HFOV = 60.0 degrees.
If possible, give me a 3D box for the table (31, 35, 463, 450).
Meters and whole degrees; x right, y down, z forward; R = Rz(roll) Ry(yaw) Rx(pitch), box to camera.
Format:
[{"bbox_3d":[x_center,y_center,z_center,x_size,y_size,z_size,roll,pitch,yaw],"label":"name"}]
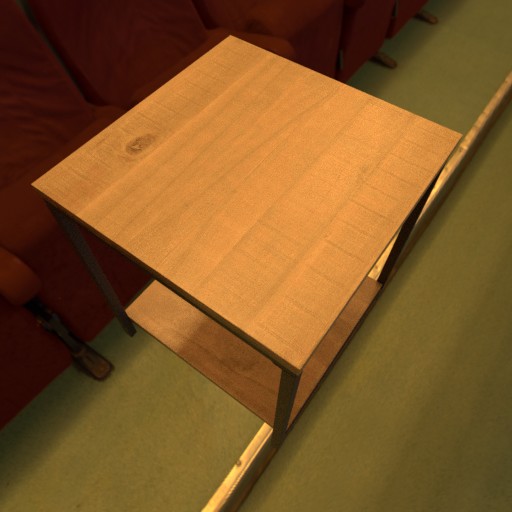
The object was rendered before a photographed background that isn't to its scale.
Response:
[{"bbox_3d":[0.000,0.000,0.972,0.503,0.589,0.507,32,63,19],"label":"table"}]
